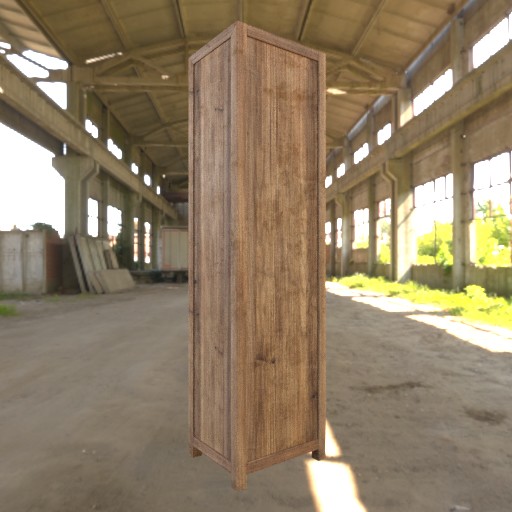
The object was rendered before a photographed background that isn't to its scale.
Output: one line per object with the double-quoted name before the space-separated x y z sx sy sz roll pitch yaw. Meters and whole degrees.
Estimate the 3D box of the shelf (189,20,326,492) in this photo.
"shelf" 0.000 0.000 2.104 0.500 1.900 0.428 0 0 -36
